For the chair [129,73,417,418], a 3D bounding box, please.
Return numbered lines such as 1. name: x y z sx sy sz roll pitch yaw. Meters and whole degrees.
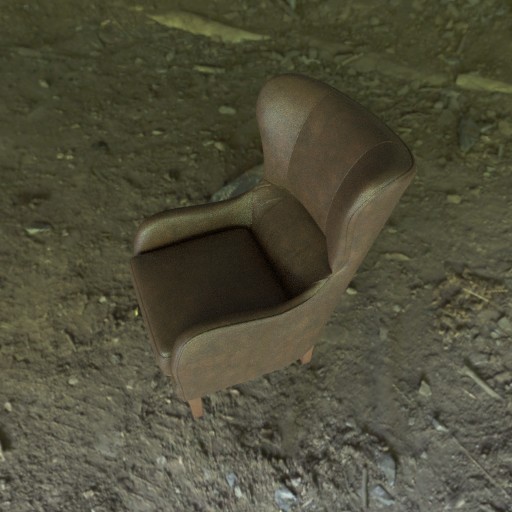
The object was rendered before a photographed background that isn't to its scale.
1. chair: 0.000 0.000 1.669 0.914 1.048 0.692 -17 49 -15
